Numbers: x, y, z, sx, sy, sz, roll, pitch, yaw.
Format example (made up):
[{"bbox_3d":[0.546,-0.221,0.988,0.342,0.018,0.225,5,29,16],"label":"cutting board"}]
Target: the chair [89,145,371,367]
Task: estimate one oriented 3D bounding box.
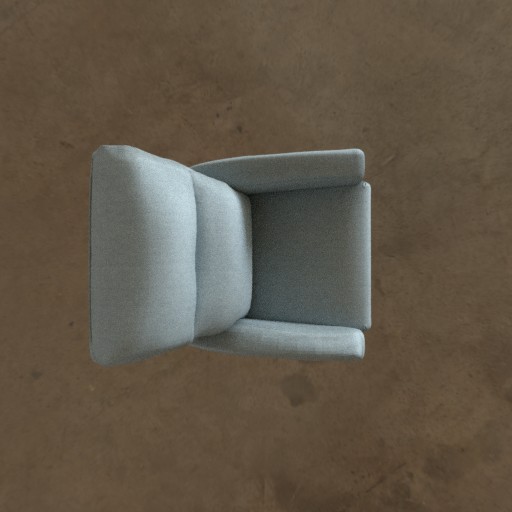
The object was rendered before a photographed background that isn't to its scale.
[{"bbox_3d":[0.000,0.000,1.654,0.940,1.016,0.794,0,90,2],"label":"chair"}]
